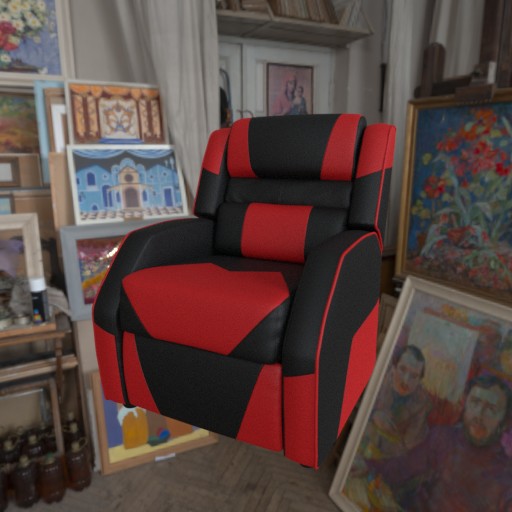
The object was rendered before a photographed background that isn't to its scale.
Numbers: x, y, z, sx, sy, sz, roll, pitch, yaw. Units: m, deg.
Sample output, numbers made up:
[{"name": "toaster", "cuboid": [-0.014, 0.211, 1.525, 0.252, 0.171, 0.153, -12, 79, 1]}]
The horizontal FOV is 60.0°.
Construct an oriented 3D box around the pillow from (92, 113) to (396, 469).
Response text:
[{"name": "pillow", "cuboid": [0.000, 0.000, 1.252, 0.620, 0.805, 0.672, 7, 15, 26]}]
